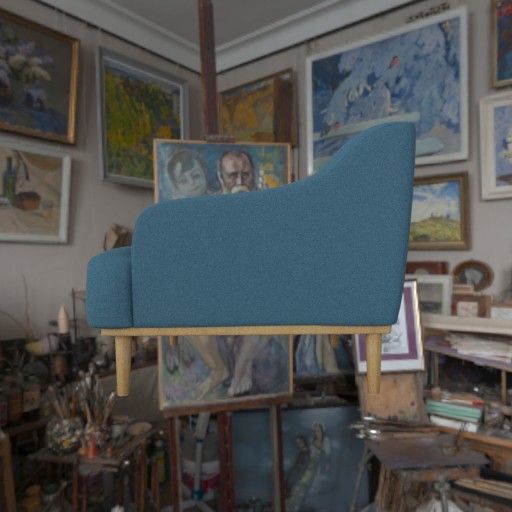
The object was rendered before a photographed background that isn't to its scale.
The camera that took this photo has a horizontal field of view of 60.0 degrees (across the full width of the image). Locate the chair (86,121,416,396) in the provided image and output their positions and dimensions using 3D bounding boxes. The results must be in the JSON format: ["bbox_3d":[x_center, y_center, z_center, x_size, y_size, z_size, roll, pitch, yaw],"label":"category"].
[{"bbox_3d":[0.000,0.000,1.674,0.951,0.818,0.946,0,0,1],"label":"chair"}]
